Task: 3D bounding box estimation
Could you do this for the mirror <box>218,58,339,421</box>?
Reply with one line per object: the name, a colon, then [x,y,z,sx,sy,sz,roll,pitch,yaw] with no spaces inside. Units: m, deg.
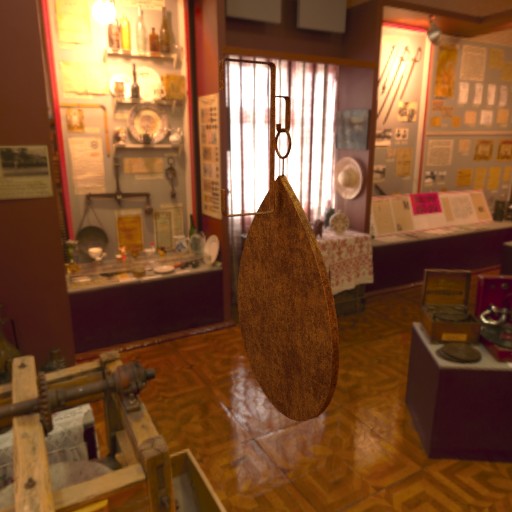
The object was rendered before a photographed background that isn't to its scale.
mirror: [0.000,0.000,0.916,0.144,0.744,0.405,-7,16,-26]
